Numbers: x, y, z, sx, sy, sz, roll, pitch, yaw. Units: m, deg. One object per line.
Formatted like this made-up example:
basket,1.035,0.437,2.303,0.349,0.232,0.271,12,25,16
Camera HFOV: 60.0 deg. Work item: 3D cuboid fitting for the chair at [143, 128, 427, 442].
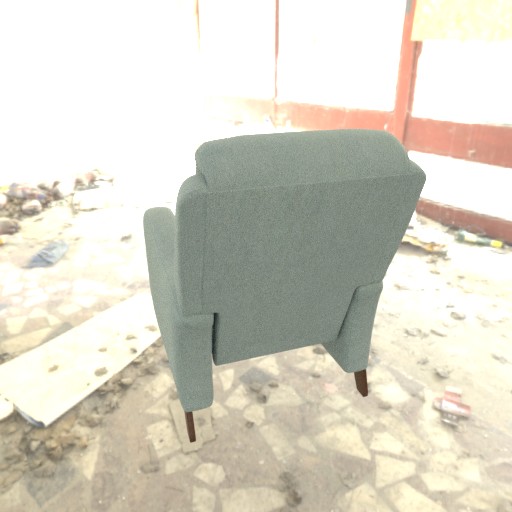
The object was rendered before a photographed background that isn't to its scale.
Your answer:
chair,0.000,0.000,1.750,0.785,1.067,0.988,-8,26,-17
